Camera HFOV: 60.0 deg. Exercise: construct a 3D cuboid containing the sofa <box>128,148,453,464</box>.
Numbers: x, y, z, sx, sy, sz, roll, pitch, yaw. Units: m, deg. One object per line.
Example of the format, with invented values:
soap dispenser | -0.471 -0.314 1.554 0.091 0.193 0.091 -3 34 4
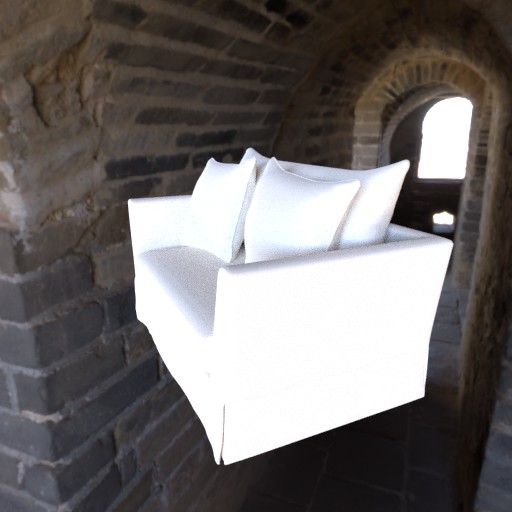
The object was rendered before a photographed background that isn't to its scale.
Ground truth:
sofa | 0.000 0.000 2.288 1.026 1.039 1.608 -8 18 -25
